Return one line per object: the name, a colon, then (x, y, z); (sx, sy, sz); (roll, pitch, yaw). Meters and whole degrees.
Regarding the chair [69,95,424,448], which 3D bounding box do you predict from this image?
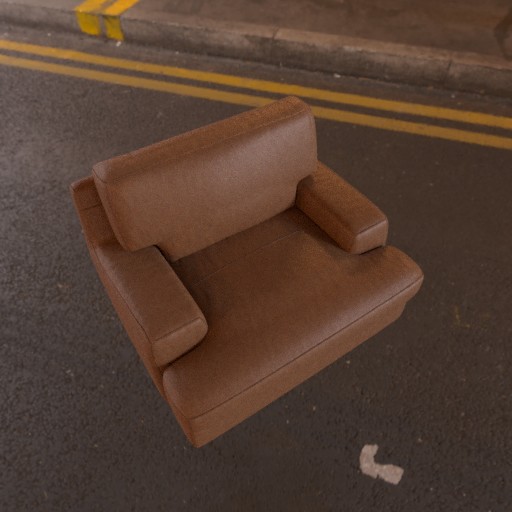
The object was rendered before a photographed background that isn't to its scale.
chair: (0.000, 0.000, 2.033); (1.276, 0.978, 1.050); (-26, 53, -22)
